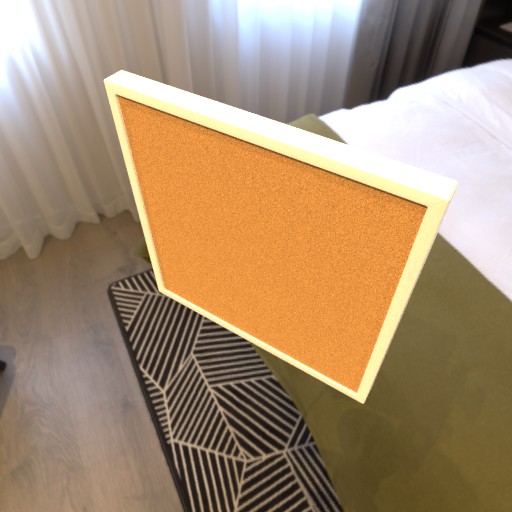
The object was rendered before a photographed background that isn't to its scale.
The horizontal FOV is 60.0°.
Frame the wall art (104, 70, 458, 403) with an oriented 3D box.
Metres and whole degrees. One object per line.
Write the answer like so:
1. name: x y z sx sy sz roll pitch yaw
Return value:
1. wall art: 0.000 0.000 0.758 0.508 0.508 0.038 25 52 21
